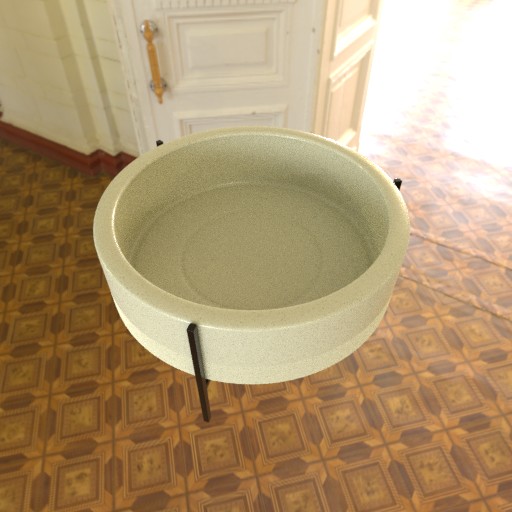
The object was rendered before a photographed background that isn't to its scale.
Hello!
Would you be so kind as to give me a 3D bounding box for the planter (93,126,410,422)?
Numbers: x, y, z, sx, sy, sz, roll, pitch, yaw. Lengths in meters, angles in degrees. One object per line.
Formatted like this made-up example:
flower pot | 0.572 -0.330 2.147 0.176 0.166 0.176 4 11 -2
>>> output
planter | 0.000 0.000 0.541 0.345 0.171 0.336 -10 46 -10
